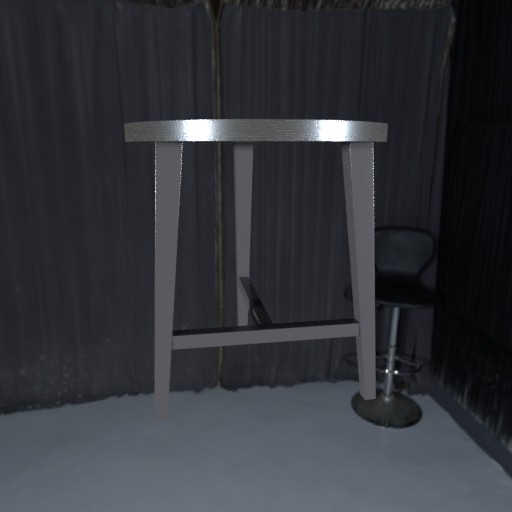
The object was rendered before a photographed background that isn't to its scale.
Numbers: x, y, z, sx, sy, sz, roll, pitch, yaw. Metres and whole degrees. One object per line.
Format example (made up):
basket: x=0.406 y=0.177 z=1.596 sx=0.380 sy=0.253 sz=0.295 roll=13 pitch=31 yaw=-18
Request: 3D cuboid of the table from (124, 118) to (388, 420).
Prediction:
table: x=0.000 y=0.000 z=0.939 sx=0.500 sy=0.531 sz=0.500 roll=0 pitch=14 yaw=0
